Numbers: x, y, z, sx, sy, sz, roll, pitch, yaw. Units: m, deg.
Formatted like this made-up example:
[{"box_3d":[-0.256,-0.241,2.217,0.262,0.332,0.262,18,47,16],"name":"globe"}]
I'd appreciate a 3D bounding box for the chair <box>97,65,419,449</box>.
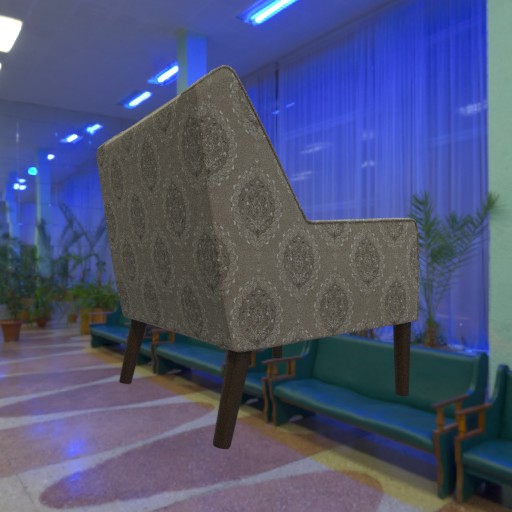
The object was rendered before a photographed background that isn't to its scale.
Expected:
[{"box_3d":[0.000,0.000,1.324,0.750,0.797,0.665,0,0,-36],"name":"chair"}]
